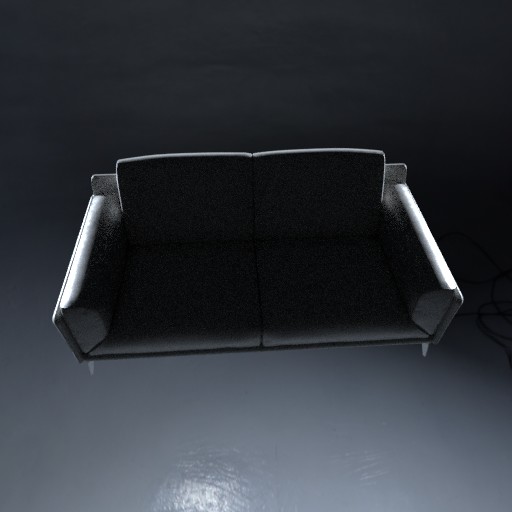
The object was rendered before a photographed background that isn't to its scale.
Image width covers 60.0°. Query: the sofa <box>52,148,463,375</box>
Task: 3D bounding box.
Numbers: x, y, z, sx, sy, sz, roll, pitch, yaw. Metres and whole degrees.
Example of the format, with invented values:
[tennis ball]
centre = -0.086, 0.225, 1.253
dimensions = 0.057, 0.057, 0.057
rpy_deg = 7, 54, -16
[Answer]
[sofa]
centre = 0.000, 0.000, 2.672
dimensions = 2.101, 0.930, 1.049
rpy_deg = -3, 45, -3
